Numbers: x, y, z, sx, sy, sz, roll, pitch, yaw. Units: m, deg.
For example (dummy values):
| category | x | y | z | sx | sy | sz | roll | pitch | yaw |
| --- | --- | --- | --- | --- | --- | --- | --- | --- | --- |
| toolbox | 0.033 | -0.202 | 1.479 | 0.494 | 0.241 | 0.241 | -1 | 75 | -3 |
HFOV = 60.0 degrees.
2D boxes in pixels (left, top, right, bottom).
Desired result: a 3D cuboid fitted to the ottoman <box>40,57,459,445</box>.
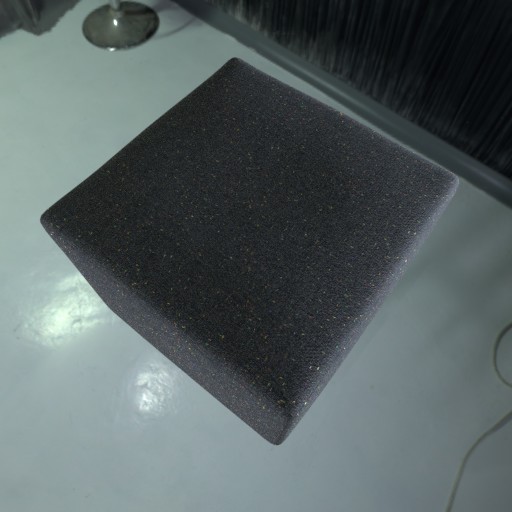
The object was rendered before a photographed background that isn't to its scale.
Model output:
| category | x | y | z | sx | sy | sz | roll | pitch | yaw |
| --- | --- | --- | --- | --- | --- | --- | --- | --- | --- |
| ottoman | 0.000 | 0.000 | 0.891 | 0.508 | 0.432 | 0.508 | 35 | 67 | 17 |
